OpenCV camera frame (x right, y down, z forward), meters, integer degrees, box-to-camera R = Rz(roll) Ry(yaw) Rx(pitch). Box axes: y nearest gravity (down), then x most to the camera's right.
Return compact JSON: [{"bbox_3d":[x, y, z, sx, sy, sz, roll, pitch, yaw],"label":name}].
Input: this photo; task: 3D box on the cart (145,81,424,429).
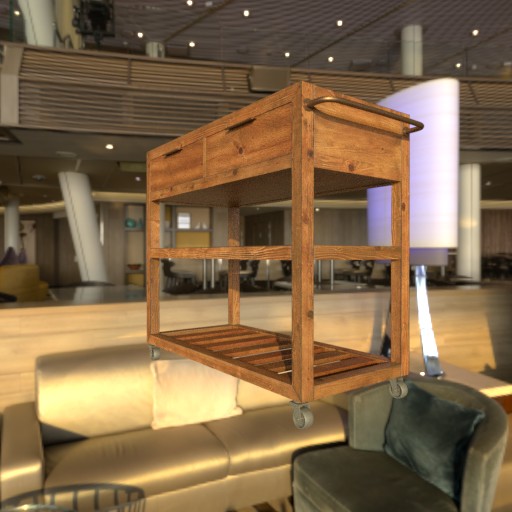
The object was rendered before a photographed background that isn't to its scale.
[{"bbox_3d":[0.000,0.000,1.535,0.445,0.830,1.065,0,0,-37],"label":"cart"}]
